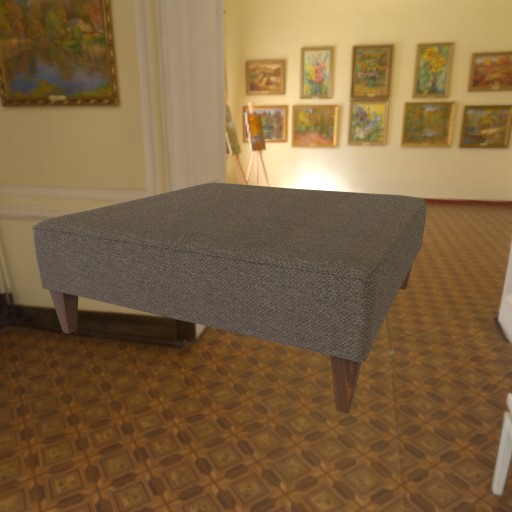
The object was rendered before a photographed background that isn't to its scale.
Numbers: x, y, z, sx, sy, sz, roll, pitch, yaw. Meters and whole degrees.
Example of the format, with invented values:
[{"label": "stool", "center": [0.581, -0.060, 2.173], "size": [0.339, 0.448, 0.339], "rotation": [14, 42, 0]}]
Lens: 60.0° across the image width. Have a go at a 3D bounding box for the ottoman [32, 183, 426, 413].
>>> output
[{"label": "ottoman", "center": [0.000, 0.000, 1.517], "size": [0.981, 0.378, 0.970], "rotation": [8, 19, 25]}]
